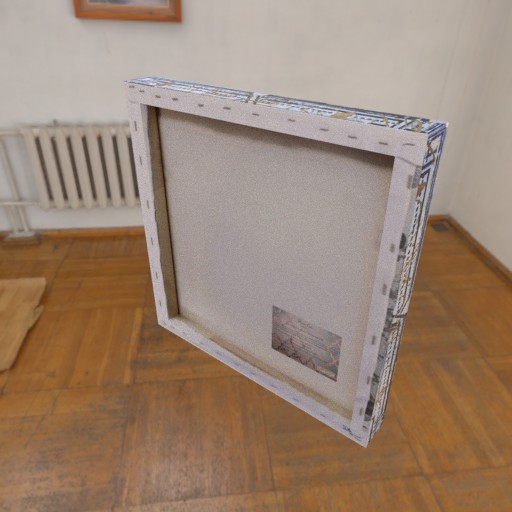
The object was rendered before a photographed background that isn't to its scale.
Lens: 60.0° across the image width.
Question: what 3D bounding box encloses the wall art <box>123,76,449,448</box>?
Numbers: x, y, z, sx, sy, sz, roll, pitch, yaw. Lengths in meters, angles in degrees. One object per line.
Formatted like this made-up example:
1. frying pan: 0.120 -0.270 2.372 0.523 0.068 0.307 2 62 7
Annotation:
1. wall art: 0.000 0.000 0.445 0.302 0.306 0.038 22 37 32
